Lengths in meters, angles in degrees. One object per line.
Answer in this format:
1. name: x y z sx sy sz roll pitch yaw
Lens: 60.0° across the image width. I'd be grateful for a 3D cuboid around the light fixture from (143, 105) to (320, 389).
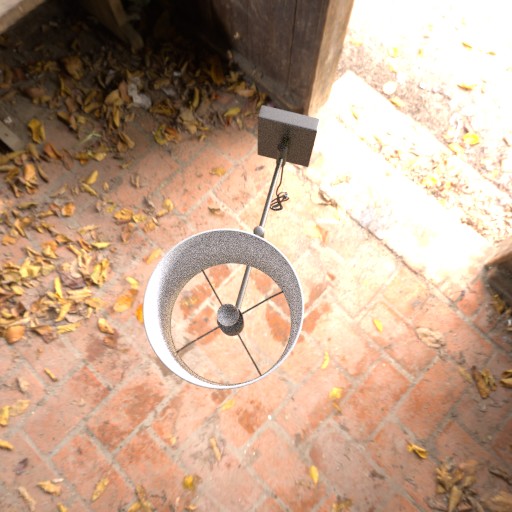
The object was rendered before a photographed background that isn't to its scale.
1. light fixture: 0.000 0.000 0.911 0.203 0.651 0.516 15 76 4
